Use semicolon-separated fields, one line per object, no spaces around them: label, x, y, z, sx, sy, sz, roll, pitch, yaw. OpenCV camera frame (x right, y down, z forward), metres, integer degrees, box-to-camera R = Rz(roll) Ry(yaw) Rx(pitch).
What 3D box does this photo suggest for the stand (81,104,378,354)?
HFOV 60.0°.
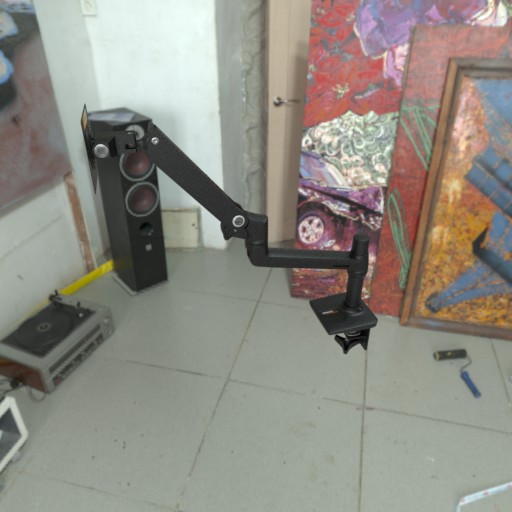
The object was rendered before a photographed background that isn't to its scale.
stand;0.000;0.000;1.058;0.650;0.713;0.152;-8;32;-13
